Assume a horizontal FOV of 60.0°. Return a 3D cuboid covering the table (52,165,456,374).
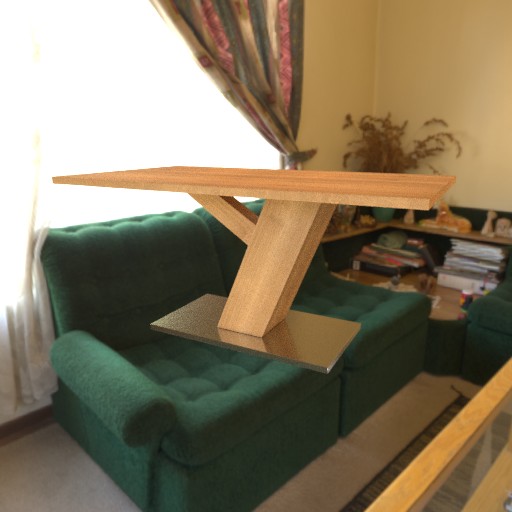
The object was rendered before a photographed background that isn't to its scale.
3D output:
[{"bbox_3d":[0.000,0.000,2.107,1.600,0.750,0.900,8,17,27],"label":"table"}]
